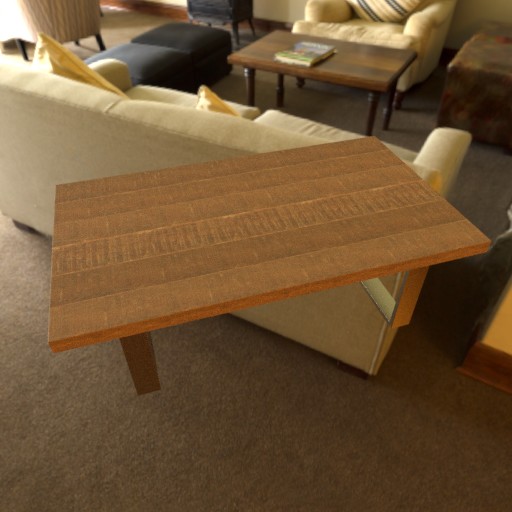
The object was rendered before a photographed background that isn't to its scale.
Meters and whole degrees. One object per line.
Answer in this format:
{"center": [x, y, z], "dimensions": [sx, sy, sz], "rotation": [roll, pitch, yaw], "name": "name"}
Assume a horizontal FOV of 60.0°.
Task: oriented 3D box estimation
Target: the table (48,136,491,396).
{"center": [0.000, 0.000, 1.755], "dimensions": [1.400, 0.440, 0.800], "rotation": [-12, 43, -13], "name": "table"}
